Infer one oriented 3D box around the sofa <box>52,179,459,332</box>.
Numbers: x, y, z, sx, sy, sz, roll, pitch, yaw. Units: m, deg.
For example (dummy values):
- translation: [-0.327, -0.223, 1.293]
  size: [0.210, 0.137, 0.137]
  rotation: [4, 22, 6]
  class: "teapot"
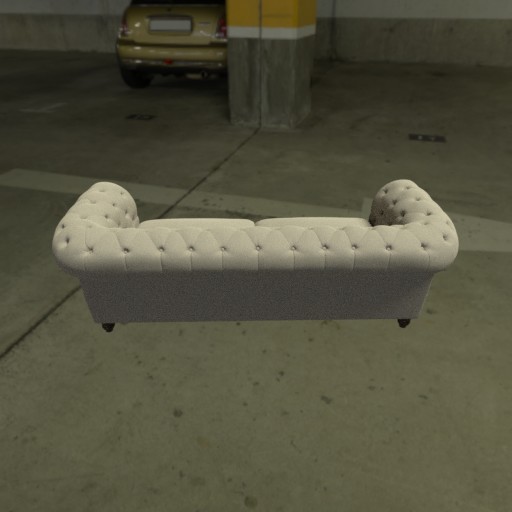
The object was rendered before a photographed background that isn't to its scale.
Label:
- translation: [0.000, 0.000, 2.905]
  size: [2.411, 0.749, 0.991]
  rotation: [-1, 30, -1]
  class: "sofa"
